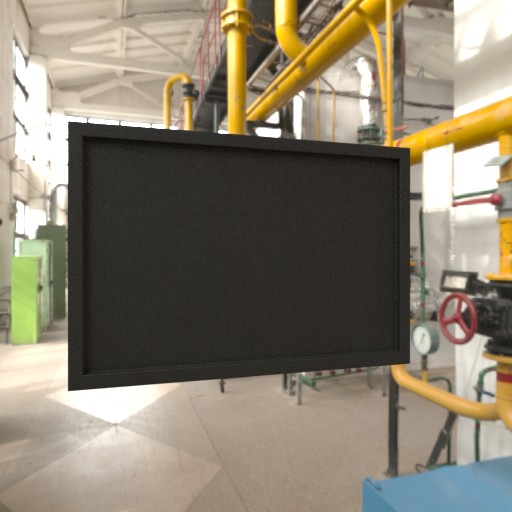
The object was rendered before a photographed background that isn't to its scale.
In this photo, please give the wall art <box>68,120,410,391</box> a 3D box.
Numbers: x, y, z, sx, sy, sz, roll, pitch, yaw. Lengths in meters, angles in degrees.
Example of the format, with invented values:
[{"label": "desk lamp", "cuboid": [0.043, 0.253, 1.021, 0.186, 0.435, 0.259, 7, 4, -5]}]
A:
[{"label": "wall art", "cuboid": [0.000, 0.000, 0.566, 0.443, 0.301, 0.021, 0, 0, -17]}]
